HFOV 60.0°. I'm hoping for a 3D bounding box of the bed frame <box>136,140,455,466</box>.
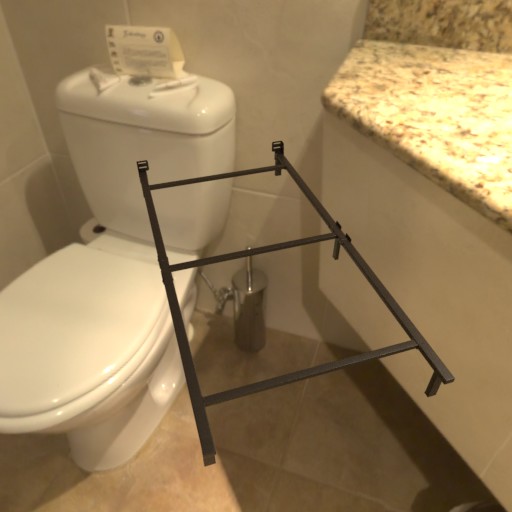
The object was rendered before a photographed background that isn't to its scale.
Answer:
[{"bbox_3d":[0.000,0.000,2.258,0.968,0.248,1.897,-12,42,-13],"label":"bed frame"}]
